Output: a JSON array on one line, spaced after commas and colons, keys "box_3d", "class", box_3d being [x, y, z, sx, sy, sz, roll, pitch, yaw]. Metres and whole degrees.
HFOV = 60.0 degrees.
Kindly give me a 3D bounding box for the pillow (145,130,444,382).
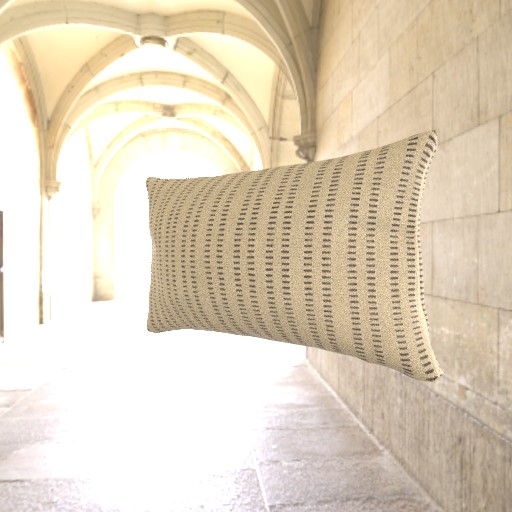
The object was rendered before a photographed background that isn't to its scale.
[{"box_3d": [0.000, 0.000, 0.803, 0.640, 0.353, 0.210, 0, 1, 38], "class": "pillow"}]
